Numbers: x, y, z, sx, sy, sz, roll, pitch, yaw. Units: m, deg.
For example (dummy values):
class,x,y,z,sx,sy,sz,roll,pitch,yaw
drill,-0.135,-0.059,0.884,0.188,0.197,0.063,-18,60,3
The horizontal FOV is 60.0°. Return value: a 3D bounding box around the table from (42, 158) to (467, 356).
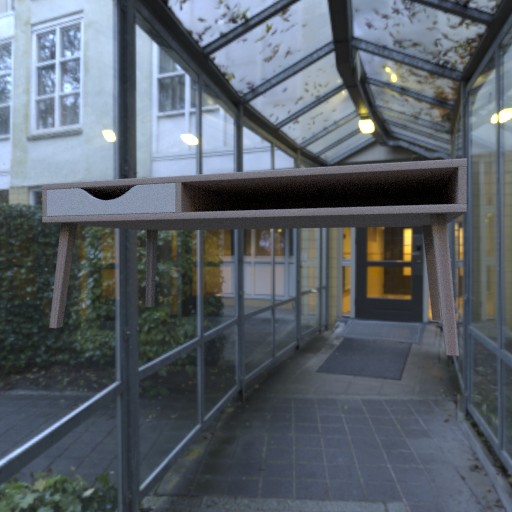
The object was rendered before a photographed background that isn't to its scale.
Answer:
class,x,y,z,sx,sy,sz,roll,pitch,yaw
table,0.000,0.000,1.472,1.200,0.450,0.600,0,1,19
